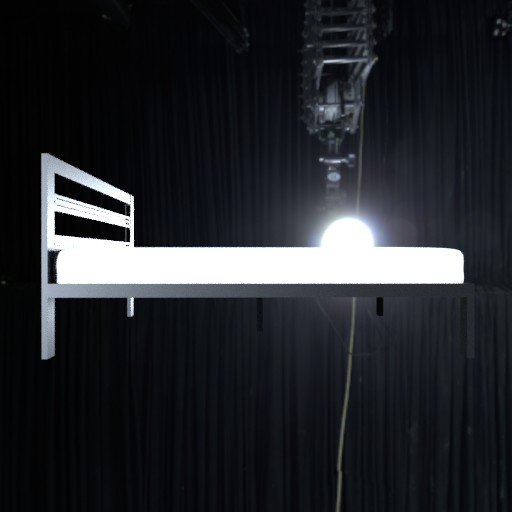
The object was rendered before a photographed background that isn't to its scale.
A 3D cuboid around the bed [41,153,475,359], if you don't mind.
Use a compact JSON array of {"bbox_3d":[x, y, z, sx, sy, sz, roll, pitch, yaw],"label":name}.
[{"bbox_3d":[0.000,0.000,2.858,2.062,0.967,1.524,0,0,-1],"label":"bed"}]
